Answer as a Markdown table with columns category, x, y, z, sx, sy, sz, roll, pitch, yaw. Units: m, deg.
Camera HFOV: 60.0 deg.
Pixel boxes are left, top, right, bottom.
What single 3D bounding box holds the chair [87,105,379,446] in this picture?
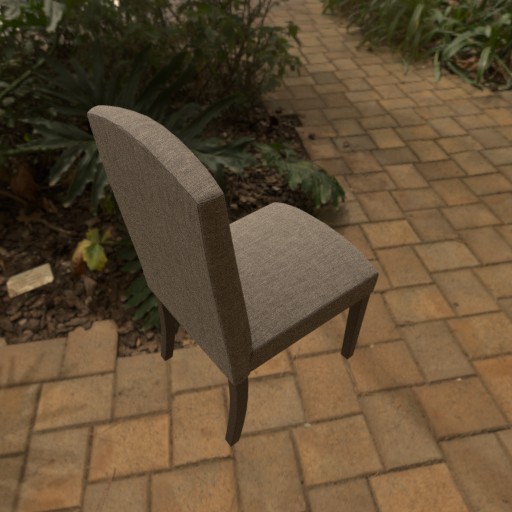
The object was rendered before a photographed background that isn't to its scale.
| category | x | y | z | sx | sy | sz | roll | pitch | yaw |
| --- | --- | --- | --- | --- | --- | --- | --- | --- | --- |
| chair | 0.000 | 0.000 | 1.224 | 0.580 | 0.917 | 0.451 | -28 | 49 | -28 |
